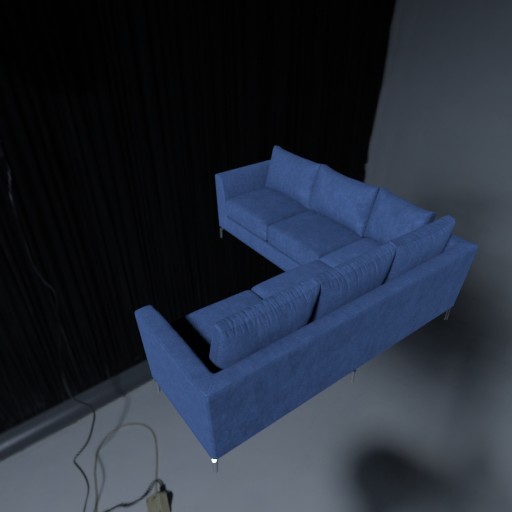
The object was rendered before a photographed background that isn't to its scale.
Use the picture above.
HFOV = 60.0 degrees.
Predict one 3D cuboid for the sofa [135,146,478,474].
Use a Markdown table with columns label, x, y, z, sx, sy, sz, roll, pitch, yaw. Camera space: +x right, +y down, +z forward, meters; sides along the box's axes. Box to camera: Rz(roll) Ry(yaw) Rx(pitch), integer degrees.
| label | x | y | z | sx | sy | sz | roll | pitch | yaw |
| --- | --- | --- | --- | --- | --- | --- | --- | --- | --- |
| sofa | 0.000 | 0.000 | 3.761 | 2.463 | 0.988 | 2.472 | -22 | 38 | -30 |
